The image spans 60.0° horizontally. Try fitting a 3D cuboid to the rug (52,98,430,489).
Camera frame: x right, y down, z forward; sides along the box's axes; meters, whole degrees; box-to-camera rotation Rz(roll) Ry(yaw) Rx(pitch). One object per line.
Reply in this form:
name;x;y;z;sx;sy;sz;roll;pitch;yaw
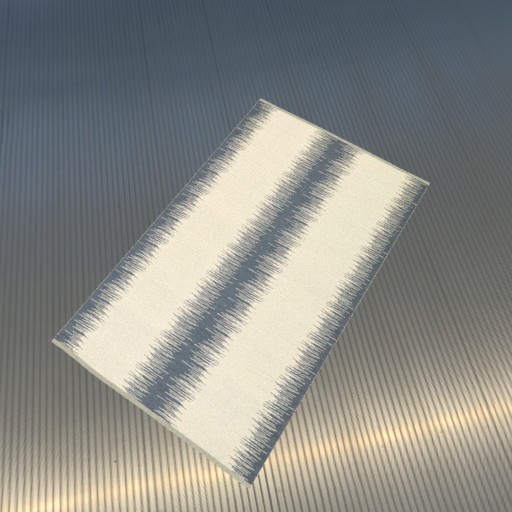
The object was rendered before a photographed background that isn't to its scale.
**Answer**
rug;0.000;0.000;3.078;1.519;0.003;2.453;31;69;13
